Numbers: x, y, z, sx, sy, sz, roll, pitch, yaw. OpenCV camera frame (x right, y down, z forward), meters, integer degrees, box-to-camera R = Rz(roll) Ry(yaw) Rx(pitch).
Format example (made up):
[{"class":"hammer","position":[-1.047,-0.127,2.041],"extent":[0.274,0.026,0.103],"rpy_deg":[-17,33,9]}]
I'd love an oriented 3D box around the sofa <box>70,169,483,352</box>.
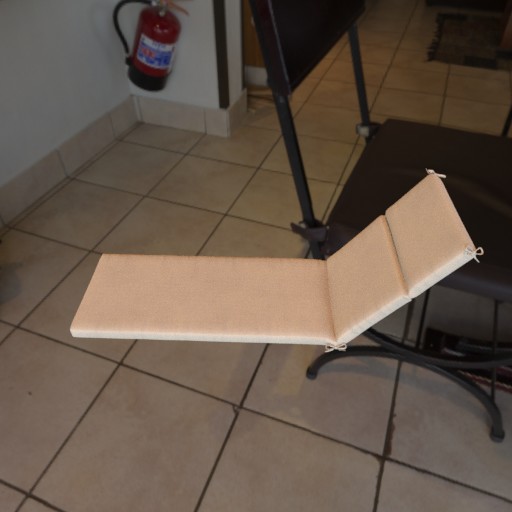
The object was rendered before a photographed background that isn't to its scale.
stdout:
[{"class":"sofa","position":[0.000,0.000,1.982],"extent":[1.663,0.622,0.582],"rpy_deg":[1,42,2]}]
